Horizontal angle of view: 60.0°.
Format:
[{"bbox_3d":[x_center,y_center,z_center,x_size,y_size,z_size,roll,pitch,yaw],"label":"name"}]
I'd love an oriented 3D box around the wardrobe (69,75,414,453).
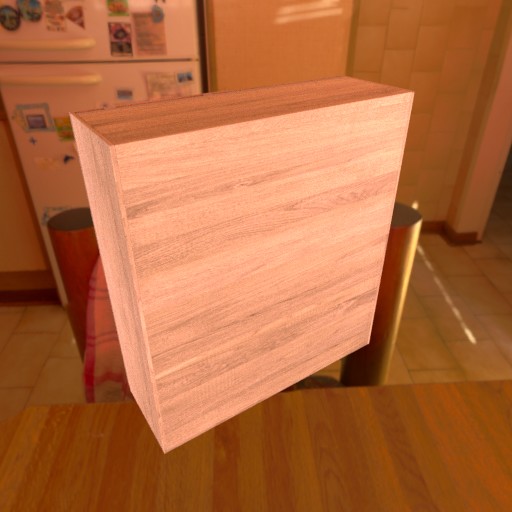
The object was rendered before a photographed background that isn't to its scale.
[{"bbox_3d":[0.000,0.000,2.876,1.780,1.960,0.629,-19,37,-28],"label":"wardrobe"}]
